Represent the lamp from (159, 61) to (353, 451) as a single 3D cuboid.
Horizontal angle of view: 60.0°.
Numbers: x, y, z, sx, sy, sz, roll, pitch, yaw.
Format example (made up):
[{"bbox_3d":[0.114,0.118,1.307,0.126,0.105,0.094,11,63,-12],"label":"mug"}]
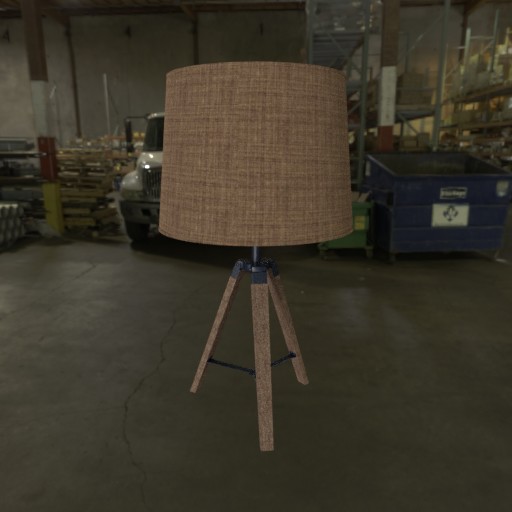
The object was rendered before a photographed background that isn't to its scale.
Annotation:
[{"bbox_3d":[0.000,0.000,0.684,0.290,0.514,0.290,0,14,0],"label":"lamp"}]
